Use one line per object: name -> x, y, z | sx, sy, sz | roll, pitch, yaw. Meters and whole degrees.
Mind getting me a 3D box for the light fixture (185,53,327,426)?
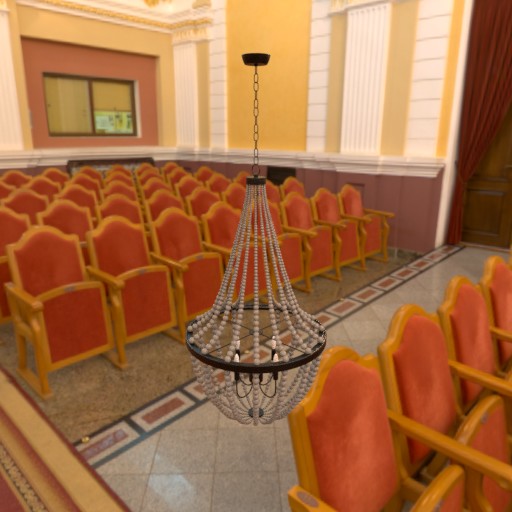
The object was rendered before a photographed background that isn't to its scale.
light fixture -> 0.000, 0.000, 1.359 | 0.450, 1.133, 0.450 | 0, 16, 0
